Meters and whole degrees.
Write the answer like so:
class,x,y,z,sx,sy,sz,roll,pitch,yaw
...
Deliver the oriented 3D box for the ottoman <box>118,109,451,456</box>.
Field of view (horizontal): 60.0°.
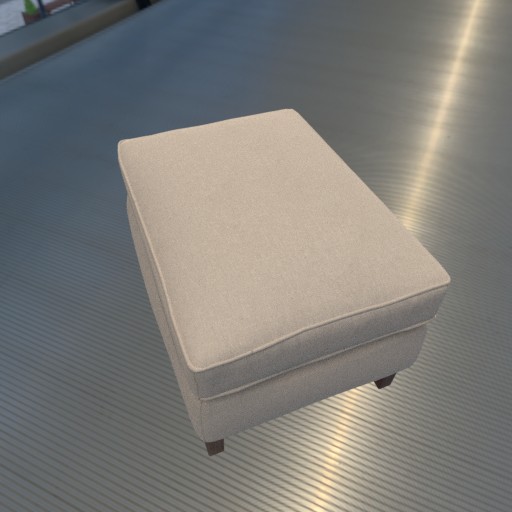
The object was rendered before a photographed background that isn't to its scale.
class,x,y,z,sx,sy,sz,roll,pitch,yaw
ottoman,0.000,0.000,1.002,0.501,0.456,0.665,-16,48,-15
